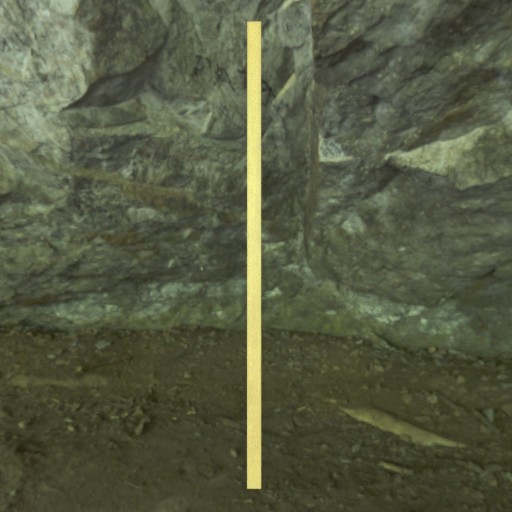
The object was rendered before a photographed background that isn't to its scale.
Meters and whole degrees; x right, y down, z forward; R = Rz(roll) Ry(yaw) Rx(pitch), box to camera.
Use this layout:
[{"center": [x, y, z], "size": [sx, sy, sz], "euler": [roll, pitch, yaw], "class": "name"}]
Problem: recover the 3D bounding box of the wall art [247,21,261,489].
[{"center": [0.000, 0.000, 1.349], "size": [0.030, 1.002, 0.798], "euler": [0, -1, 1], "class": "wall art"}]
